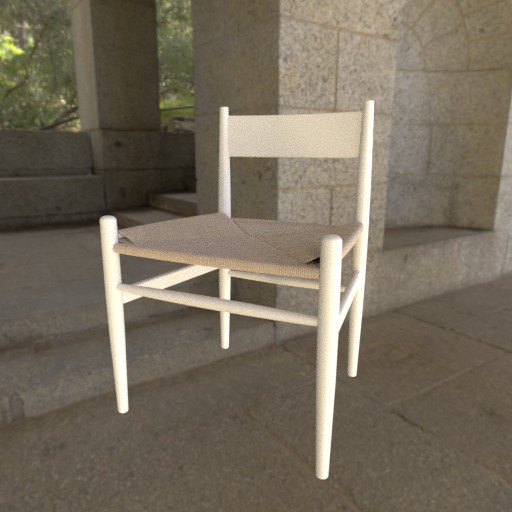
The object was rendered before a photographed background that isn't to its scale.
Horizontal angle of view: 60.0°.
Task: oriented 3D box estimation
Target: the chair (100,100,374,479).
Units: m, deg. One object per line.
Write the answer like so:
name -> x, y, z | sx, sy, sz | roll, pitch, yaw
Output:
chair -> 0.000, 0.000, 1.112 | 0.556, 0.762, 0.495 | 7, 15, 25
